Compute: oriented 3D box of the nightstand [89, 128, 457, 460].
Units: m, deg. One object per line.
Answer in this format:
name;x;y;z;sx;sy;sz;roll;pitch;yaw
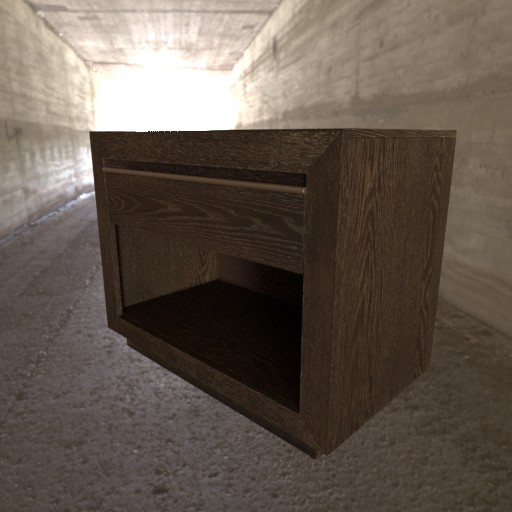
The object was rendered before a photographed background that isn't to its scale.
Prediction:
nightstand;0.000;0.000;1.125;0.775;0.612;0.457;14;21;42
